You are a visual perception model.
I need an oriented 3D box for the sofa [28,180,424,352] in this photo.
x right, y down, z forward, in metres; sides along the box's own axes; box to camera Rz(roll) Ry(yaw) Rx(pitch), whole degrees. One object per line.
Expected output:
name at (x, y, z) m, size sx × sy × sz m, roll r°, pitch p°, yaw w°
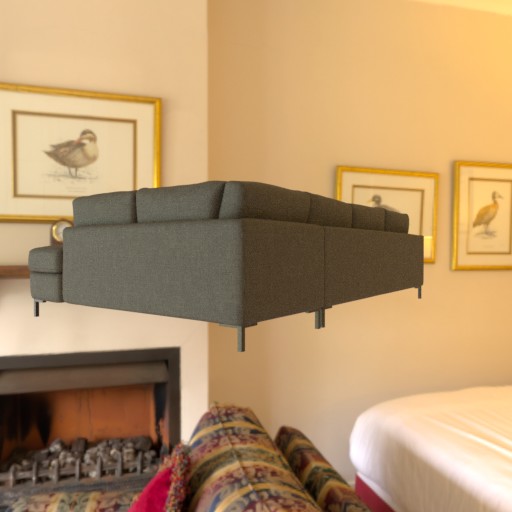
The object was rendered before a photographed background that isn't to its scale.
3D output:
sofa at (0.000, 0.000, 3.801) m, size 1.984 × 0.858 × 2.972 m, roll 1°, pitch 1°, yaw 36°
